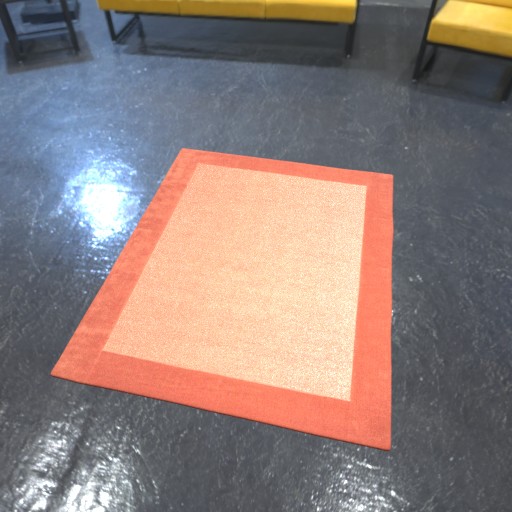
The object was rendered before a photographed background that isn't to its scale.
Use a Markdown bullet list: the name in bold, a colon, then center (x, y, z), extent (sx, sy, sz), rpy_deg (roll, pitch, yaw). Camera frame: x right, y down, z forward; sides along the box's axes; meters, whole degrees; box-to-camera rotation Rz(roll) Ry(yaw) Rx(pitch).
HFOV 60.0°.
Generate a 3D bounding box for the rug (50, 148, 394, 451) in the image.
- **rug**: center (0.000, 0.000, 4.013), extent (2.430, 0.018, 2.976), rpy_deg (9, 48, 8)
